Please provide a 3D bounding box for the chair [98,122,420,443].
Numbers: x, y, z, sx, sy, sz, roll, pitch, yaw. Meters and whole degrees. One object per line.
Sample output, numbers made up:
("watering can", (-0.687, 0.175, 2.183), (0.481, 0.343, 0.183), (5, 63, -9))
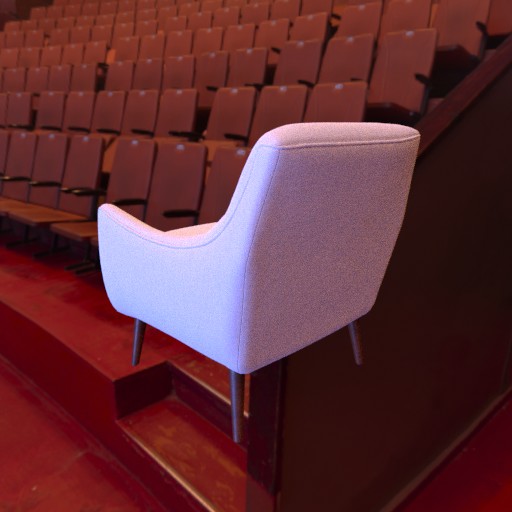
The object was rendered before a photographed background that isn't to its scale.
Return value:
("chair", (0.000, 0.000, 1.457), (0.762, 0.838, 0.787), (-15, 22, -42))
